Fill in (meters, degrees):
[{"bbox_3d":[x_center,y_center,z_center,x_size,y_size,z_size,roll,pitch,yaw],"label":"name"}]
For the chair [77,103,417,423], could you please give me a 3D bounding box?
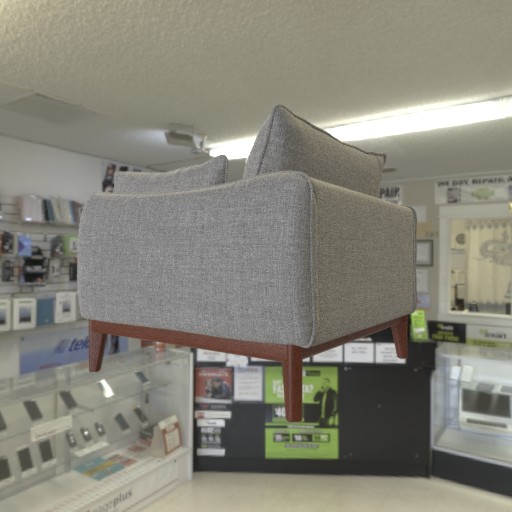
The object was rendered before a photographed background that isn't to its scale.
[{"bbox_3d":[0.000,0.000,1.713,0.976,0.839,0.993,0,0,36],"label":"chair"}]
